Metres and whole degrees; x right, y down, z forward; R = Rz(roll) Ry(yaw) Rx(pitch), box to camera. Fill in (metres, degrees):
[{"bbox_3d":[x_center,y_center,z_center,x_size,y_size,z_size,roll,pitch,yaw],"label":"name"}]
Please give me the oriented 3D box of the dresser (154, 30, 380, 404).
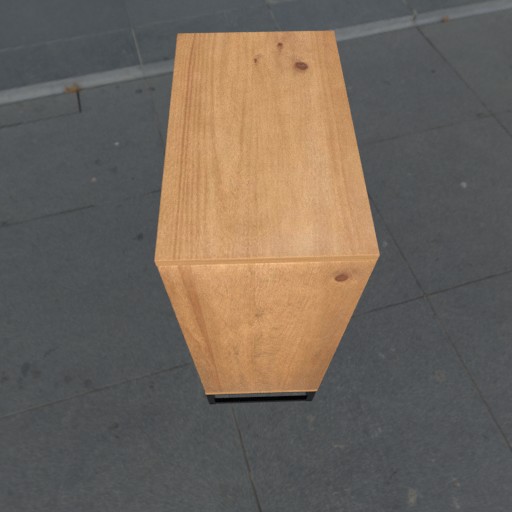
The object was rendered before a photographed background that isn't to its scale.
[{"bbox_3d":[0.000,0.000,1.608,0.479,1.240,0.761,-2,59,-1],"label":"dresser"}]
